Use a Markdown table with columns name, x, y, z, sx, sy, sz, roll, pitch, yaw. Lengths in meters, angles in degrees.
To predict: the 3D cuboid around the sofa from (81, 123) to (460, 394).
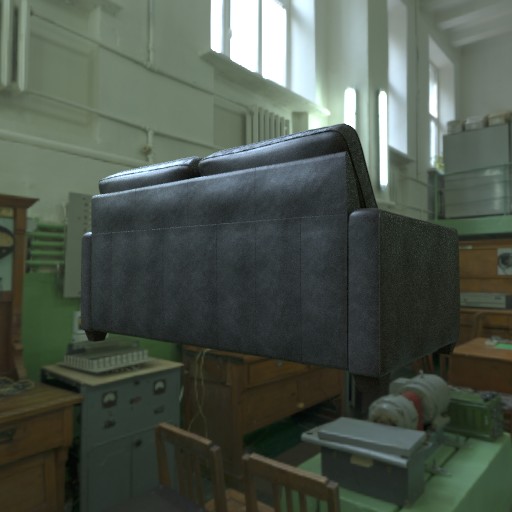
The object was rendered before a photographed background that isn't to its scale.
| name | x | y | z | sx | sy | sz | roll | pitch | yaw |
| --- | --- | --- | --- | --- | --- | --- | --- | --- | --- |
| sofa | 0.000 | 0.000 | 2.253 | 1.732 | 0.916 | 0.939 | -1 | -2 | 38 |
